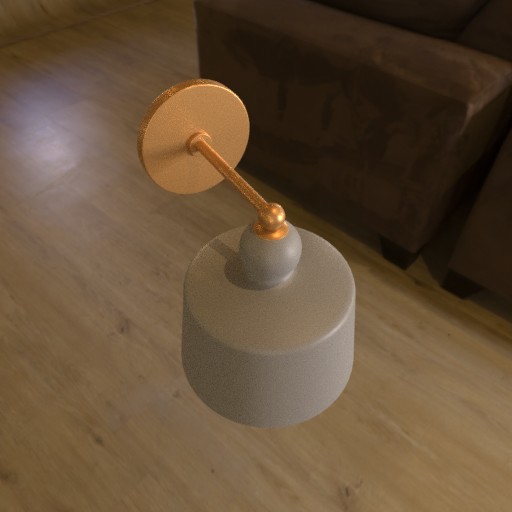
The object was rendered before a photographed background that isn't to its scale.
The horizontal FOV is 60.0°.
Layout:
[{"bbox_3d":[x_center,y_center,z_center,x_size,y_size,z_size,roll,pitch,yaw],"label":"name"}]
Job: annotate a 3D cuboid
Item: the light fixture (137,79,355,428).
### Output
[{"bbox_3d":[0.000,0.000,0.451,0.204,0.268,0.254,-24,51,-22],"label":"light fixture"}]
